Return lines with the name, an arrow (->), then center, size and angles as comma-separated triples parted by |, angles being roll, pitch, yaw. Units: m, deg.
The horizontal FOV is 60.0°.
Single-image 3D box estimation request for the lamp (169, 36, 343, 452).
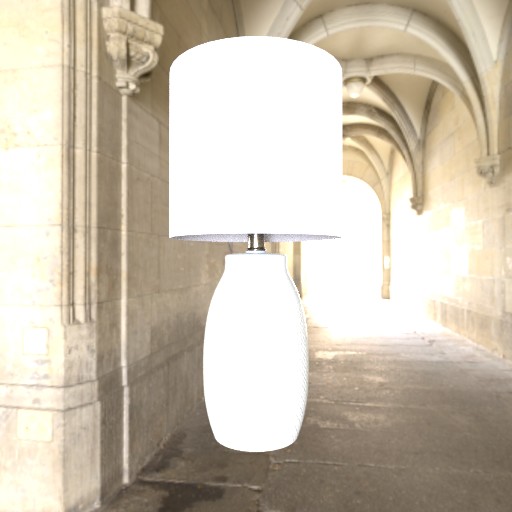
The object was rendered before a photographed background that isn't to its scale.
lamp -> 0.000, 0.000, 0.565 | 0.217, 0.453, 0.217 | 1, -1, -36
